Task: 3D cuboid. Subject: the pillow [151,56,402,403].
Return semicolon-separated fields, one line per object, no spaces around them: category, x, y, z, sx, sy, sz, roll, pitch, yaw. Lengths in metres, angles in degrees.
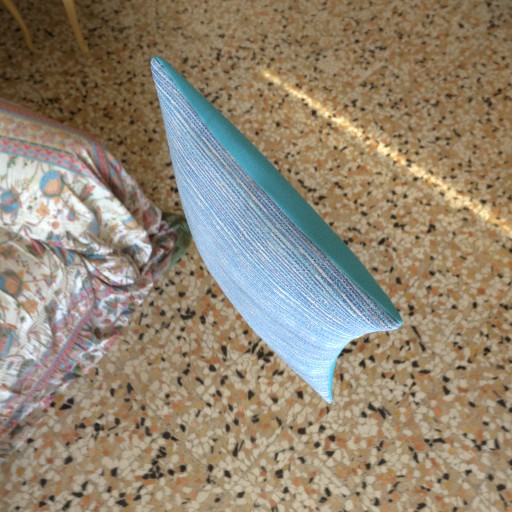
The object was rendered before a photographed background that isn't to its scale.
pillow;0.000;0.000;0.773;0.150;0.497;0.514;-33;67;-16
